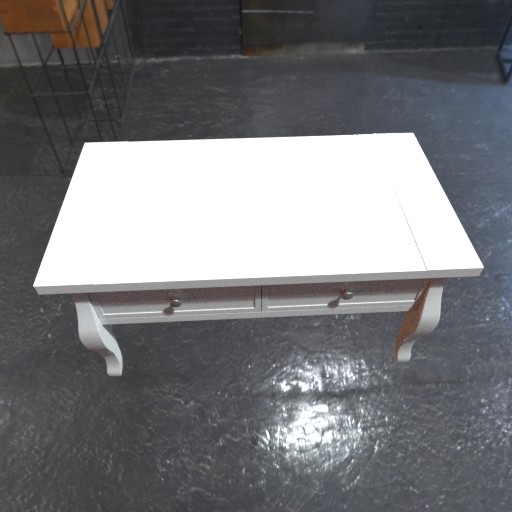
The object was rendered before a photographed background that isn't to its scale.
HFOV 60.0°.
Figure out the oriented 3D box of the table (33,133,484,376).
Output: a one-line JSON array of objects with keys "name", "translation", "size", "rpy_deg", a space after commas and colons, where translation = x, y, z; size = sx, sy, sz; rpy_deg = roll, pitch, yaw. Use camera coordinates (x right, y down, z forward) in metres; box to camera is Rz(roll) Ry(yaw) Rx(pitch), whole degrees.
[{"name": "table", "translation": [0.000, 0.000, 1.421], "size": [1.062, 0.495, 0.600], "rpy_deg": [-2, 48, -2]}]
